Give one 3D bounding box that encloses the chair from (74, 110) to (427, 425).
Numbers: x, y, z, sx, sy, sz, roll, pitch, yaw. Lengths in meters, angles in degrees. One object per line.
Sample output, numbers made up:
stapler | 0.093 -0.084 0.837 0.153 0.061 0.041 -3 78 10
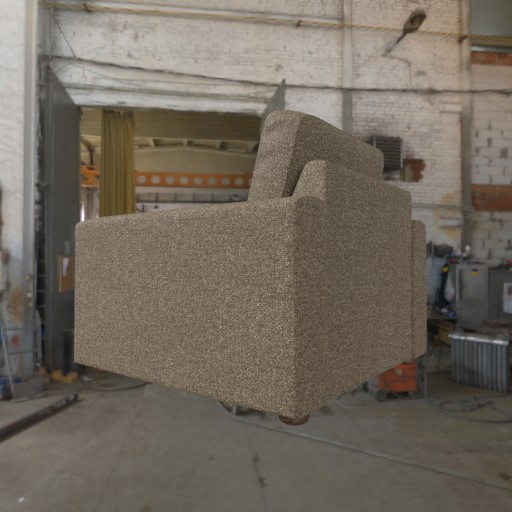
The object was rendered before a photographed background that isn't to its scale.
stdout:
chair | 0.000 0.000 1.745 1.016 0.873 1.005 -1 -1 38
